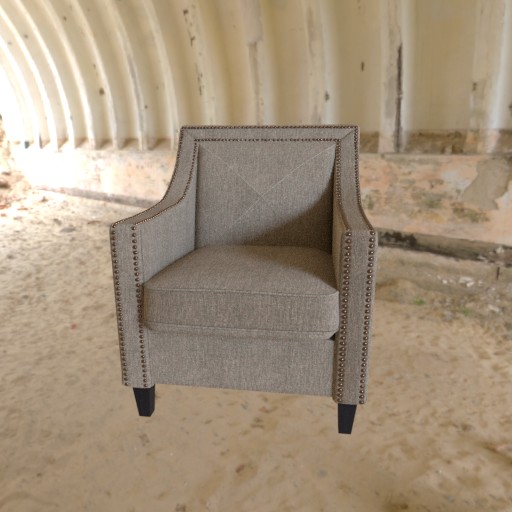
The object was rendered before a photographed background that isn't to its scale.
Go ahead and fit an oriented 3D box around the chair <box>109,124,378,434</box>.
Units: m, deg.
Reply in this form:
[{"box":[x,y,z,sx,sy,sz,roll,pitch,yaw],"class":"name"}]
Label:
[{"box":[0.000,0.000,1.647,0.776,0.967,0.884,2,15,8],"class":"chair"}]
